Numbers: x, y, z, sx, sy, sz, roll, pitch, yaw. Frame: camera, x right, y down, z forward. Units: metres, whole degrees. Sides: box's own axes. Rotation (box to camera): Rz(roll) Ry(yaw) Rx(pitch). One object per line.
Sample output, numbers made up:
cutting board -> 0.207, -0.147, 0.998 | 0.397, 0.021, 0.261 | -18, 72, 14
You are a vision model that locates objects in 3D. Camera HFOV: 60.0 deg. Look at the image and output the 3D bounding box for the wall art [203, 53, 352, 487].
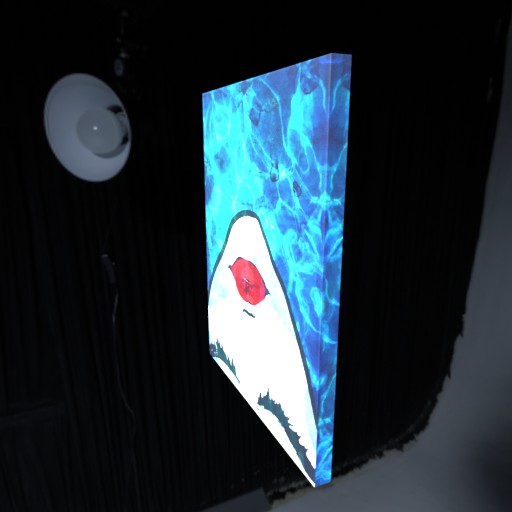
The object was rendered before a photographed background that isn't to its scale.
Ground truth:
wall art -> 0.000, 0.000, 1.021 | 0.038, 0.760, 0.609 | -6, 16, -24
